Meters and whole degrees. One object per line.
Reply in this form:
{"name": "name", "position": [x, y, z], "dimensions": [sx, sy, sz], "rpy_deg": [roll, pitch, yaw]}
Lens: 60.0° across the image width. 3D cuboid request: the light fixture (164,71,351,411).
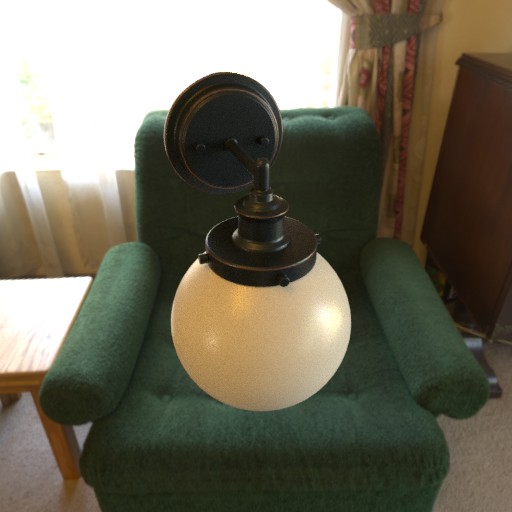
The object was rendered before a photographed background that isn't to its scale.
{"name": "light fixture", "position": [0.000, 0.000, 0.470], "dimensions": [0.197, 0.332, 0.230], "rpy_deg": [-10, 33, -16]}
